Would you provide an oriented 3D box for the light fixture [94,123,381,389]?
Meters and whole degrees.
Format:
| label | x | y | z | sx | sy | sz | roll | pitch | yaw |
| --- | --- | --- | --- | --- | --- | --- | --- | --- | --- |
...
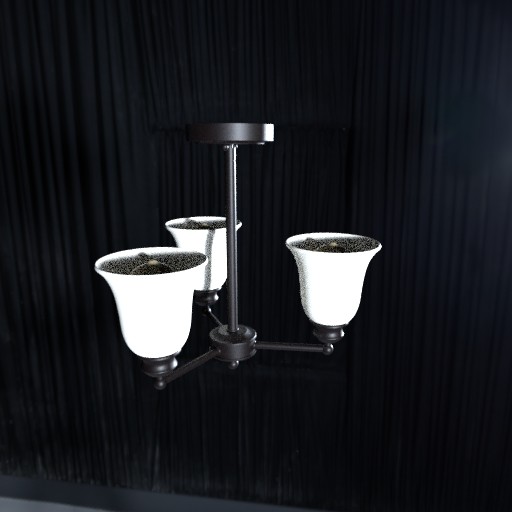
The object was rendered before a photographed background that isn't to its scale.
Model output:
| label | x | y | z | sx | sy | sz | roll | pitch | yaw |
| --- | --- | --- | --- | --- | --- | --- | --- | --- | --- |
| light fixture | 0.000 | 0.000 | 0.652 | 0.354 | 0.370 | 0.388 | 2 | 15 | 7 |
